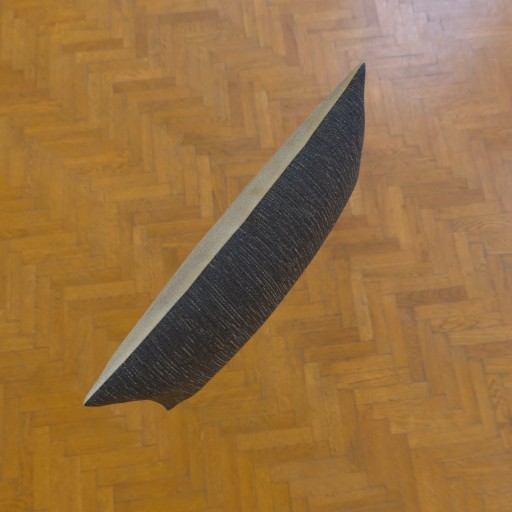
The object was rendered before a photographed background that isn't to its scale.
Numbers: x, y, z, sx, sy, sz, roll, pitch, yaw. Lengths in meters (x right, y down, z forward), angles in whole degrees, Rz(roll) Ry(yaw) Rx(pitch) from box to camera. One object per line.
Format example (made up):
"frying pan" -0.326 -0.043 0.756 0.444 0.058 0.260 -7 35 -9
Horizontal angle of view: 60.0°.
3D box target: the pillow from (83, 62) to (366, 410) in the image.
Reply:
"pillow" 0.000 0.000 0.735 0.156 0.305 0.608 36 78 9
